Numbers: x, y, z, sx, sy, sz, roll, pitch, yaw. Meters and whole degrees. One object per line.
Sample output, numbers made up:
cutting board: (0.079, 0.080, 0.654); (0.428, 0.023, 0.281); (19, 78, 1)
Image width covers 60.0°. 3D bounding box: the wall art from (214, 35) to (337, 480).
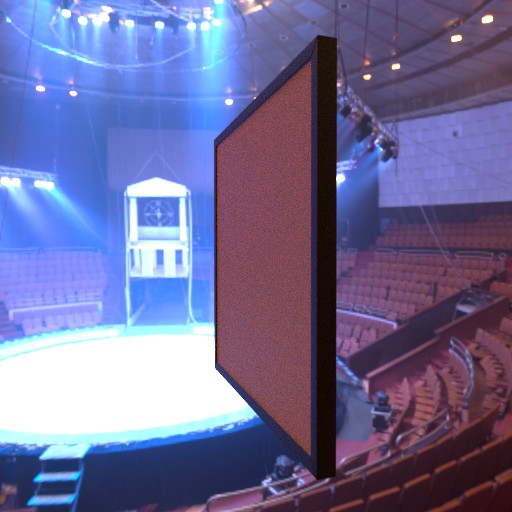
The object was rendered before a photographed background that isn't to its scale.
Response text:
wall art: (0.000, 0.000, 1.124); (0.037, 0.763, 0.763); (0, 1, -19)
